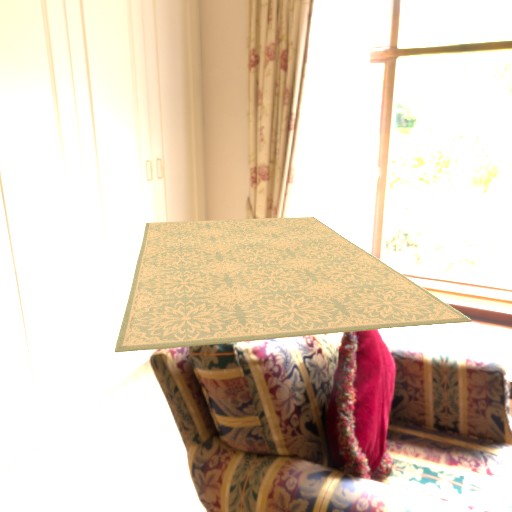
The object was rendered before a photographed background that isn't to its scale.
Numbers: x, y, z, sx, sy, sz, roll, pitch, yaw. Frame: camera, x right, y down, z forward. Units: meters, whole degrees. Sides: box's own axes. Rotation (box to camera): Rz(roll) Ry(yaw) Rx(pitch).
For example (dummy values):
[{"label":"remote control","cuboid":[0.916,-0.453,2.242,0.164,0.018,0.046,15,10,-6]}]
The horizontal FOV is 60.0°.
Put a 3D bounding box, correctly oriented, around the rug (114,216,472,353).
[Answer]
[{"label":"rug","cuboid":[0.000,0.000,3.470,1.819,0.018,2.746,-3,17,-10]}]
